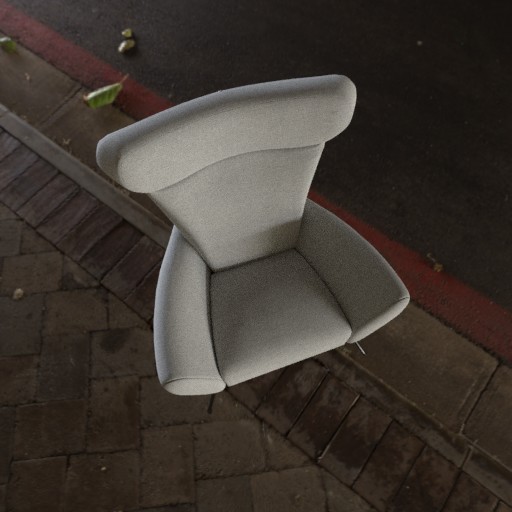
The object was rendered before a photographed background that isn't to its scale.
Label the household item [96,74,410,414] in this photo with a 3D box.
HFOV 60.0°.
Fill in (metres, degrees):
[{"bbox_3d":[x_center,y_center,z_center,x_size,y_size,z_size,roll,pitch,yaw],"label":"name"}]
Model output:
[{"bbox_3d":[0.000,0.000,1.811,0.980,1.050,0.900,-18,65,-9],"label":"household item"}]
